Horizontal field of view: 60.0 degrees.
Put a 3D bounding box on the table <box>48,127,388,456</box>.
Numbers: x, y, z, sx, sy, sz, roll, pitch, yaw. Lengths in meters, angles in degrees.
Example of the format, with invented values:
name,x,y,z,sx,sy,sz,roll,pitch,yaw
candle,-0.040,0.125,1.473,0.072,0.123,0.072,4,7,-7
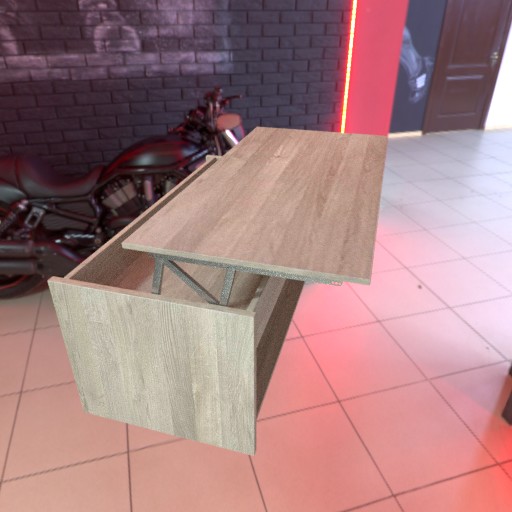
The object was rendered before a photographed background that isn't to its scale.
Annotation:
name,x,y,z,sx,sy,sz,roll,pitch,yaw
table,0.000,0.000,1.426,0.712,0.570,1.000,8,31,14
